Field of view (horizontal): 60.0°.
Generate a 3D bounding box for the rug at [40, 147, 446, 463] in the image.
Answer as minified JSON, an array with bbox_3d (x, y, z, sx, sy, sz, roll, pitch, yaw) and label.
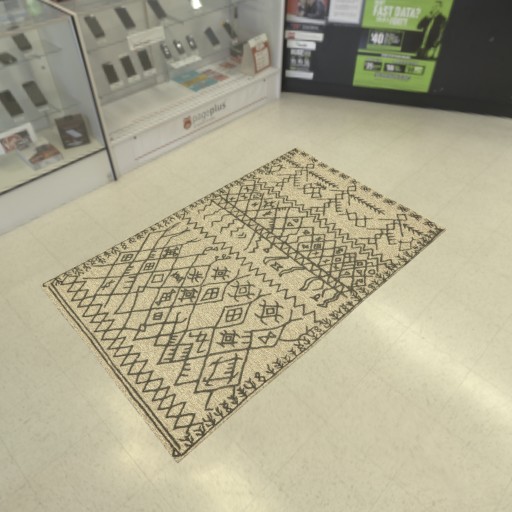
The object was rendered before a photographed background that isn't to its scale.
[{"bbox_3d":[0.000,0.000,3.093,2.444,0.012,1.530,-34,55,-28],"label":"rug"}]
